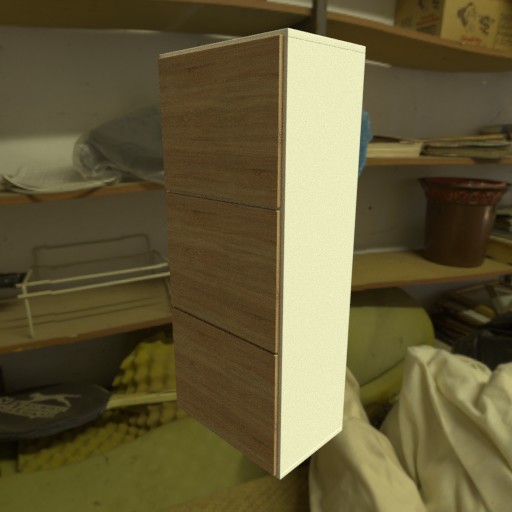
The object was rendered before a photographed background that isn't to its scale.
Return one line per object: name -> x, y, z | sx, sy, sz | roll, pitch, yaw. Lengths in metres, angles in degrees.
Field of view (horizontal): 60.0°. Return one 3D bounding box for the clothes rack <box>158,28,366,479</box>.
clothes rack -> 0.000, 0.000, 1.395 | 0.331, 1.187, 0.500 | -15, 22, -43
